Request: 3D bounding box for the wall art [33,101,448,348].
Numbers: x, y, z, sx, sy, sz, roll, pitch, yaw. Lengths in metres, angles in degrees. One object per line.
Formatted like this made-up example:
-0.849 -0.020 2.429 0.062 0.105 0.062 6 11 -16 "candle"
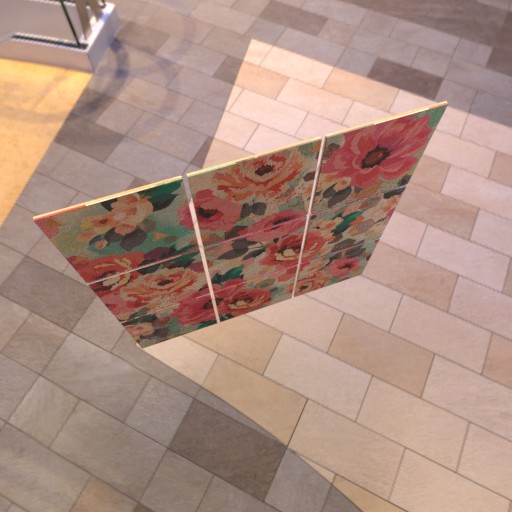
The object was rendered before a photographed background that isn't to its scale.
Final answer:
0.000 0.000 1.775 1.216 1.220 0.013 -18 64 -9 "wall art"
